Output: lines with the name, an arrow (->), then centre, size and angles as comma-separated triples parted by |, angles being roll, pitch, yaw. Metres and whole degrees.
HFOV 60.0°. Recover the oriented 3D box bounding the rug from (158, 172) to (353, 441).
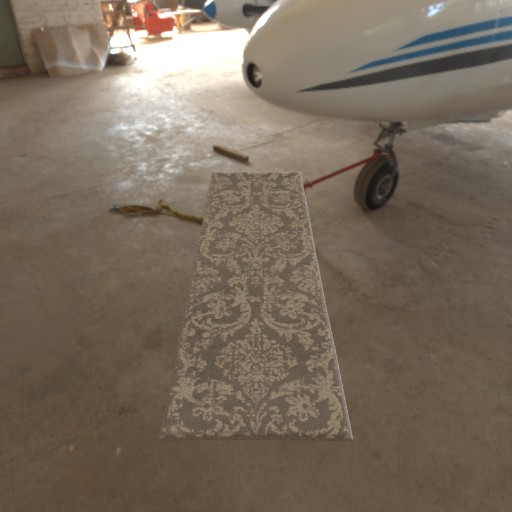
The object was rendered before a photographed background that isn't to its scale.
rug -> 0.000, 0.000, 2.404 | 0.662, 0.011, 2.196 | 0, 35, 0
